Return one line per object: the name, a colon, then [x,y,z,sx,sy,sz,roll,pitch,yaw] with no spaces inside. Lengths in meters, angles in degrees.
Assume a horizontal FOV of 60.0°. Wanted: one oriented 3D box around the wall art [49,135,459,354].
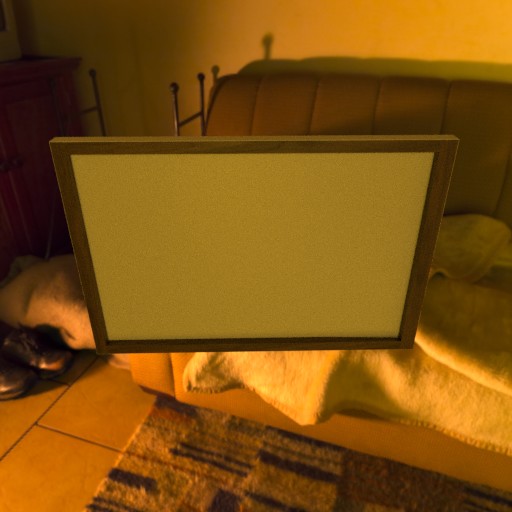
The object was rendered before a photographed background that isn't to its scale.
wall art: [0.000,0.000,1.435,1.138,0.761,0.051,-1,29,-1]
